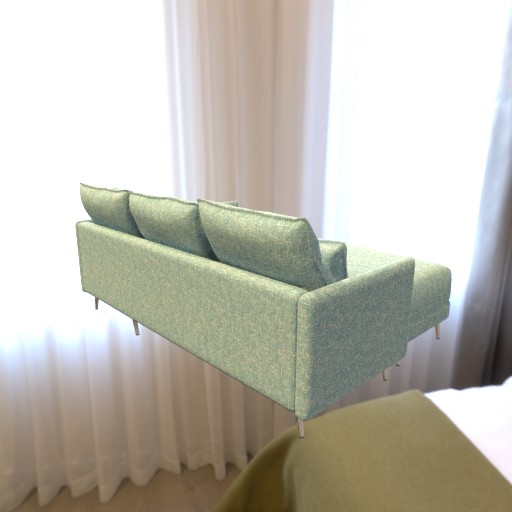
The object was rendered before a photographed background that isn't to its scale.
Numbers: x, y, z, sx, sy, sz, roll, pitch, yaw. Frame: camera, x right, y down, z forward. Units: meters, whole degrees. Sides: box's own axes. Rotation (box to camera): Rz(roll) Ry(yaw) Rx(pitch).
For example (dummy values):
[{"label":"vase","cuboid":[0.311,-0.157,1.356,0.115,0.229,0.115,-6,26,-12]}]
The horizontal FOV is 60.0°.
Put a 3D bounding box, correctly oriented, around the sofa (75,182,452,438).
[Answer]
[{"label":"sofa","cuboid":[0.000,0.000,2.746,1.420,0.899,2.034,-14,20,-42]}]
